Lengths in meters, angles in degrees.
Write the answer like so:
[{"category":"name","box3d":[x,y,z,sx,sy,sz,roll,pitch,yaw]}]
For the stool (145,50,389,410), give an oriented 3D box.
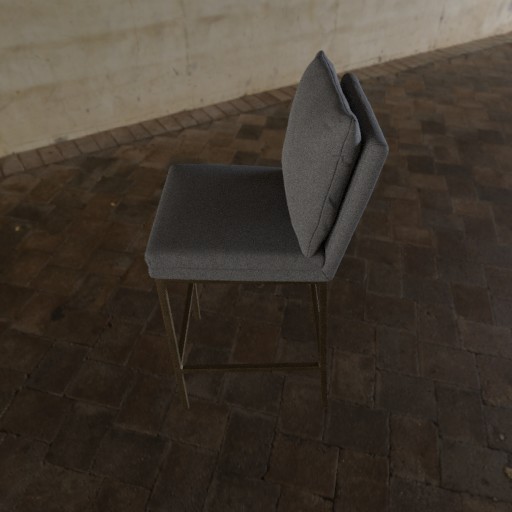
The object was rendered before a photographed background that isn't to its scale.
[{"category":"stool","box3d":[0.000,0.000,1.421,0.569,1.130,0.463,0,42,0]}]
